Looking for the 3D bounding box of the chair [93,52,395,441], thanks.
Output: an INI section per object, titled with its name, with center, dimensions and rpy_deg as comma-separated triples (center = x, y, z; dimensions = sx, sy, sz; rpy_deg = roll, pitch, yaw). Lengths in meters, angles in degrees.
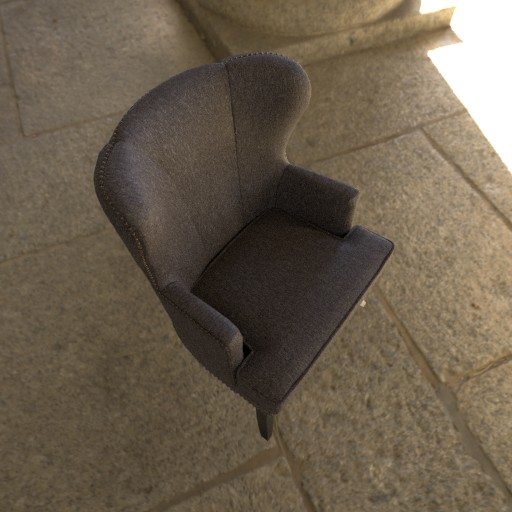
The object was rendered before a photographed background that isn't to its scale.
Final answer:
[chair]
center = 0.000, 0.000, 1.559
dimensions = 0.758, 1.060, 0.759
rpy_deg = 33, 63, 19
